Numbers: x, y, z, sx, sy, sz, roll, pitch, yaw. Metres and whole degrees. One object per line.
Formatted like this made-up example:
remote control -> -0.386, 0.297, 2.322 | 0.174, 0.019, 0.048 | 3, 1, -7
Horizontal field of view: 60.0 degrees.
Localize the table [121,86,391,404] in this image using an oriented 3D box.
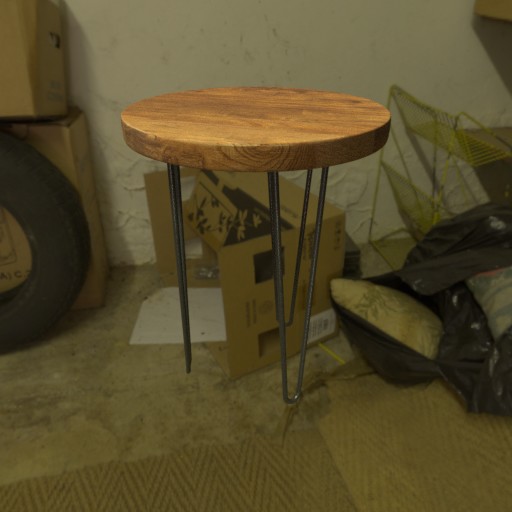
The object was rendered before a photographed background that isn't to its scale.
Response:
table -> 0.000, 0.000, 0.803 | 0.400, 0.520, 0.400 | 0, 30, 0
